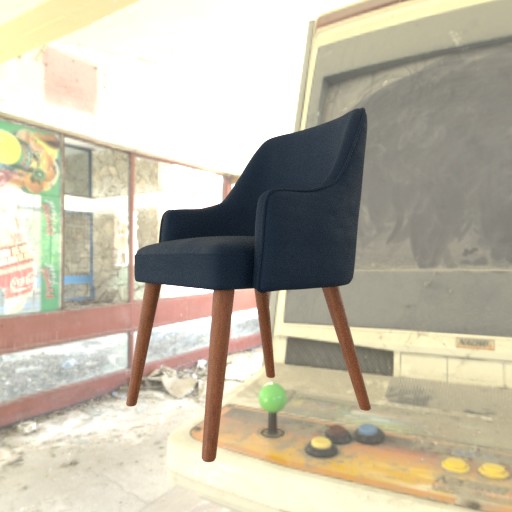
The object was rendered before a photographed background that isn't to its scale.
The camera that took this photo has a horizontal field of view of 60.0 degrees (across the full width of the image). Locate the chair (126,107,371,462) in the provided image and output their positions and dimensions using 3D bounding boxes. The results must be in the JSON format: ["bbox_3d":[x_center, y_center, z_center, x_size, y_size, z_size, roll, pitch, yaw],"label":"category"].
[{"bbox_3d":[0.000,0.000,1.256,0.591,0.844,0.559,0,0,-37],"label":"chair"}]
